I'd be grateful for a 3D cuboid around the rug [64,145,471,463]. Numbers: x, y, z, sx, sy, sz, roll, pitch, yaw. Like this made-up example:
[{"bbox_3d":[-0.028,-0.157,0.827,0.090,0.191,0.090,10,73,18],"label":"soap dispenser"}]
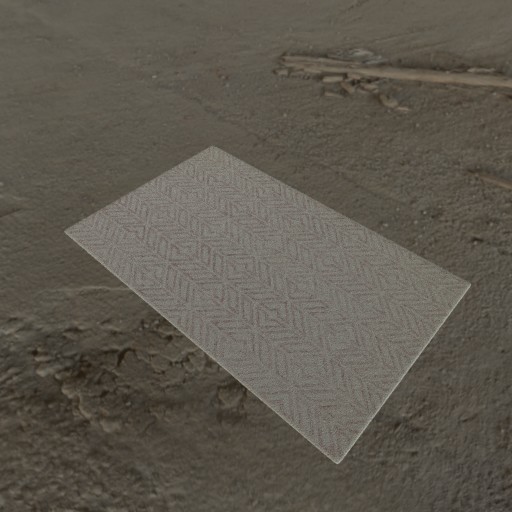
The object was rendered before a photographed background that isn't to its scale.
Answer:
[{"bbox_3d":[0.000,0.000,3.079,2.438,0.008,1.523,33,55,27],"label":"rug"}]
